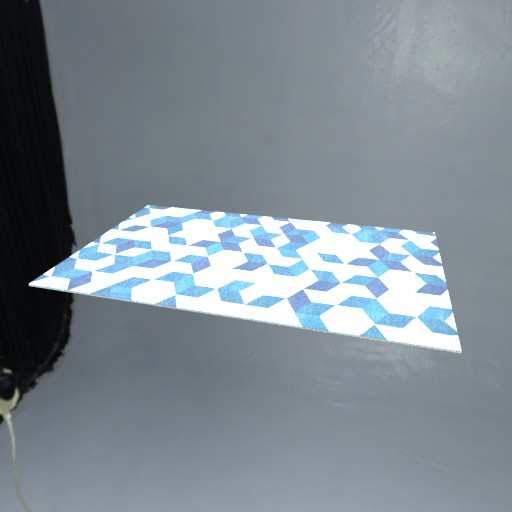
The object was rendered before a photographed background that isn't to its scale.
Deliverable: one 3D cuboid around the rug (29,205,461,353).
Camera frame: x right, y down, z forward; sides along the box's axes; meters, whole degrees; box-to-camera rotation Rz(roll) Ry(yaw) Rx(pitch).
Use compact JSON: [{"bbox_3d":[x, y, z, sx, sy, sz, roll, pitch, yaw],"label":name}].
[{"bbox_3d":[0.000,0.000,3.049,2.438,0.015,1.518,7,26,14],"label":"rug"}]
